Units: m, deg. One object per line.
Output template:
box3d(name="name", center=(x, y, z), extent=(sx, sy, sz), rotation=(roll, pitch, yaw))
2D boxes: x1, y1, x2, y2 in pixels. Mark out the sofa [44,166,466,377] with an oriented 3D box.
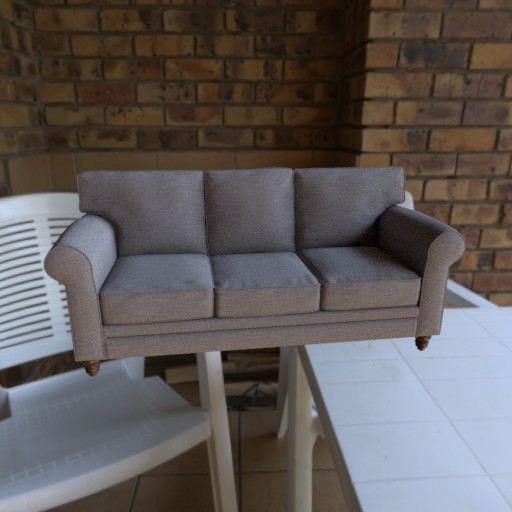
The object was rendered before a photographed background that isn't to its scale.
box3d(name="sofa", center=(0.000, 0.000, 2.579), extent=(2.084, 0.961, 0.916), rotation=(-2, 17, -8))
